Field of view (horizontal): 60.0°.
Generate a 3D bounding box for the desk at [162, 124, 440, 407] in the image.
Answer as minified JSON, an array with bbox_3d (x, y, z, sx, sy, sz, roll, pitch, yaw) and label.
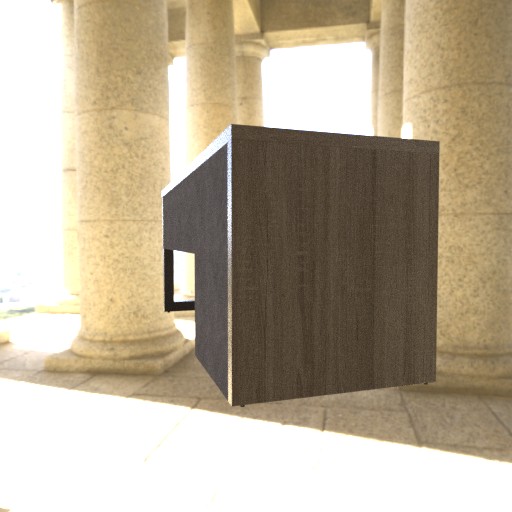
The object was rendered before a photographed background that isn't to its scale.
[{"bbox_3d":[0.000,0.000,2.088,0.690,0.760,1.700,-1,2,-18],"label":"desk"}]
